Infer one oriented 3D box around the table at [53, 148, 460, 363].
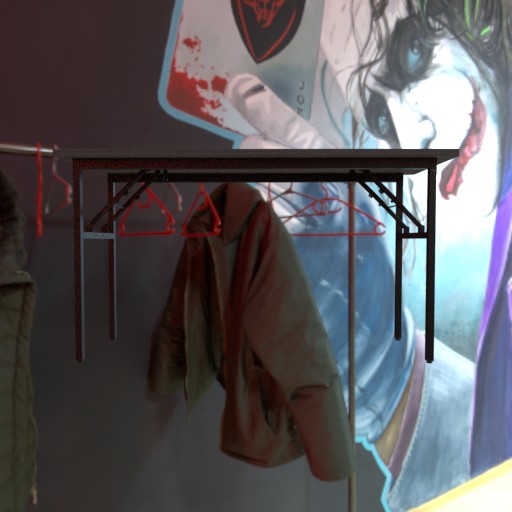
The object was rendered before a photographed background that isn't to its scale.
[{"bbox_3d":[0.000,0.000,1.754,1.399,0.750,0.449,0,2,0],"label":"table"}]
